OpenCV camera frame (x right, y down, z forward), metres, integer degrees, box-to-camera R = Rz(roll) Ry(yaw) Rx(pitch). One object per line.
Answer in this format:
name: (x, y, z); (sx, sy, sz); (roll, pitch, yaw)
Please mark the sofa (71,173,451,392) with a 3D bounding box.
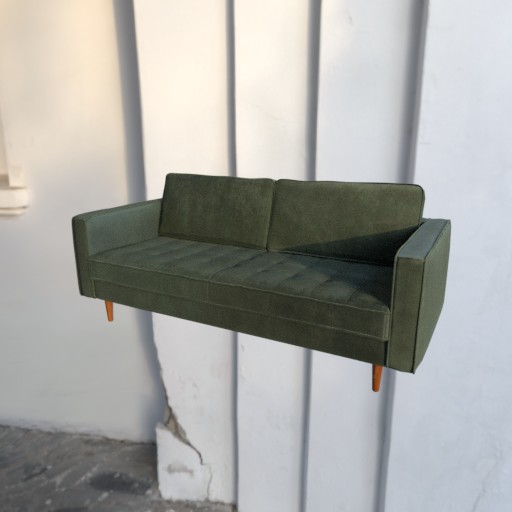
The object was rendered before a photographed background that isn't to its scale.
sofa: (0.000, 0.000, 2.333); (1.816, 0.781, 0.886); (8, 17, 28)
